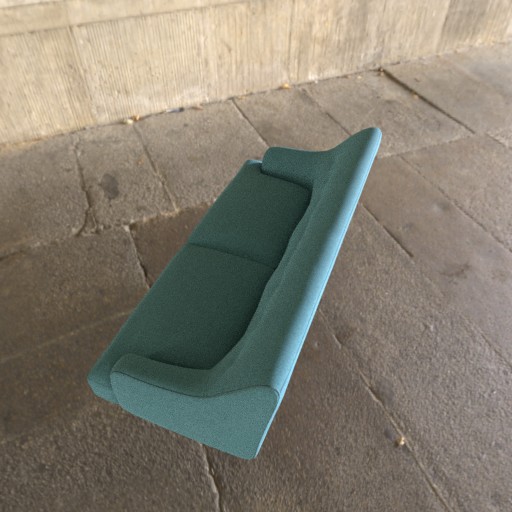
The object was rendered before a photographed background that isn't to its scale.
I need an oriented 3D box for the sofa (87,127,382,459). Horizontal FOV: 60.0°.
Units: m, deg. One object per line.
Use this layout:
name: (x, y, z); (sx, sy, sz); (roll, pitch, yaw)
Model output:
sofa: (0.000, 0.000, 2.614); (0.978, 0.871, 2.057); (16, 48, 15)
